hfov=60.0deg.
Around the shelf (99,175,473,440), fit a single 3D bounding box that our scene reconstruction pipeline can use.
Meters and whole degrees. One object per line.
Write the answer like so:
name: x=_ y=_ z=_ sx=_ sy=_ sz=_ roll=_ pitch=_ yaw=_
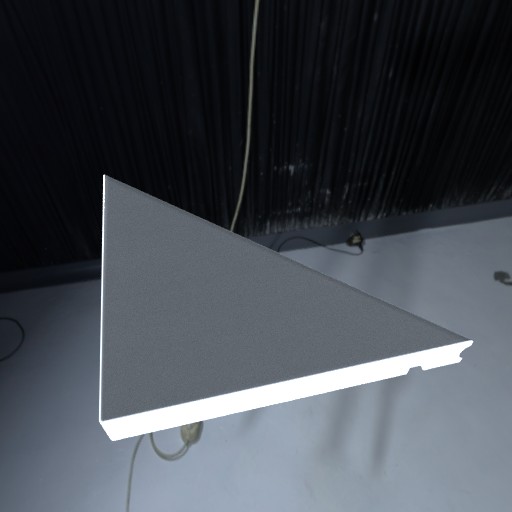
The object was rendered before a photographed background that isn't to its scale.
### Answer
shelf: x=0.000 y=0.000 z=0.446 sx=0.296 sy=0.035 sz=0.296 roll=-10 pitch=48 yaw=-9
